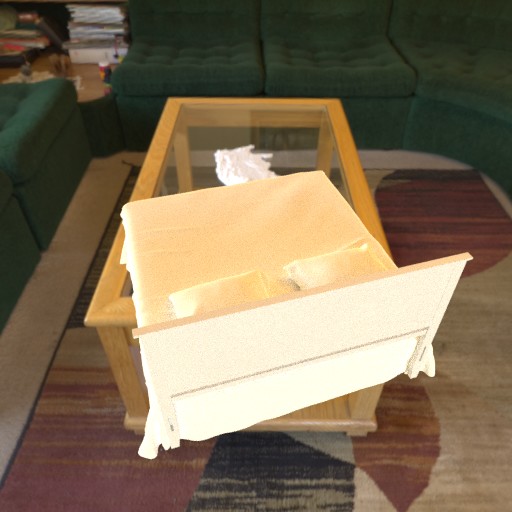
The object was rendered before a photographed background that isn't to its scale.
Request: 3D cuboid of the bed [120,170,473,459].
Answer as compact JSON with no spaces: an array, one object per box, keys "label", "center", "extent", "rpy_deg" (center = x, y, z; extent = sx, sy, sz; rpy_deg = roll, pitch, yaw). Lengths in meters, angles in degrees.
[{"label":"bed","center":[0.000,0.000,3.608],"extent":[2.317,1.273,2.215],"rpy_deg":[-12,43,-13]}]
